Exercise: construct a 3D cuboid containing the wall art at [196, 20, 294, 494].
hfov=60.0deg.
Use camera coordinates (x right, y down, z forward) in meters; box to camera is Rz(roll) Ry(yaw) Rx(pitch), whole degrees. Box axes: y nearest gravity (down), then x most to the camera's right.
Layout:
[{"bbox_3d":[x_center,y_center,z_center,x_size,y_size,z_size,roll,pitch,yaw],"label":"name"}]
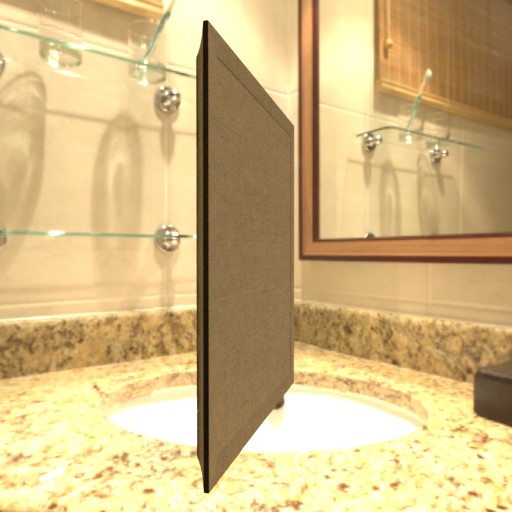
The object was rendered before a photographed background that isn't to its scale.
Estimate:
[{"bbox_3d":[0.000,0.000,0.612,0.023,0.457,0.381,0,1,17],"label":"wall art"}]
